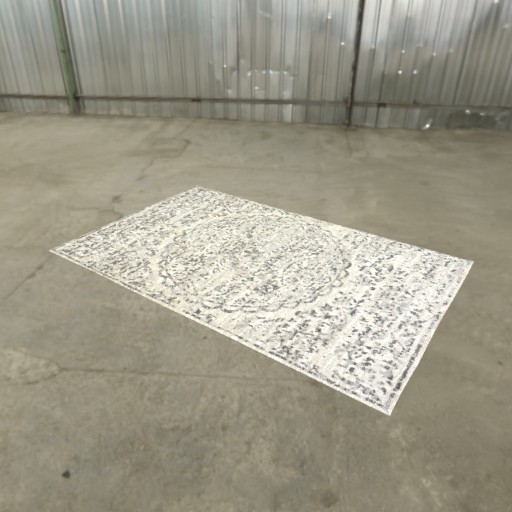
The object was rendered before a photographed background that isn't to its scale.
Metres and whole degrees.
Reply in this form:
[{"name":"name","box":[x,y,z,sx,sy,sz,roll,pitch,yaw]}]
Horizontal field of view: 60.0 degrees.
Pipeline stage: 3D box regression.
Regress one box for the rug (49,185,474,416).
[{"name":"rug","box":[0.000,0.000,3.004,2.447,0.021,1.527,19,35,30]}]
